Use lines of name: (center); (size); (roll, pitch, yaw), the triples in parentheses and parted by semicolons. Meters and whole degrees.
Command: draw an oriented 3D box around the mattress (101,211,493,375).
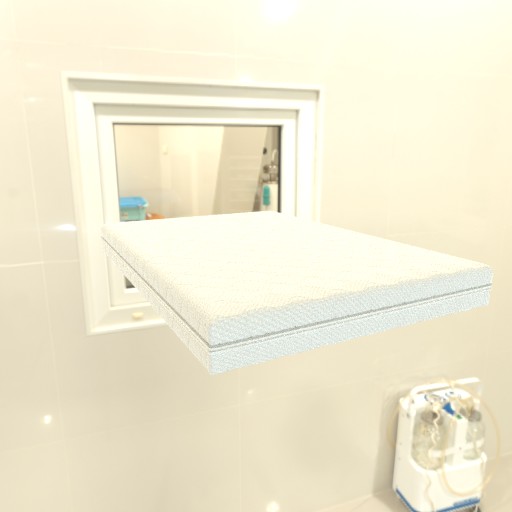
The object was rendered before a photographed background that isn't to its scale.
mattress: (0.000, 0.000, 2.567); (1.400, 0.200, 2.000); (-7, 16, -27)
